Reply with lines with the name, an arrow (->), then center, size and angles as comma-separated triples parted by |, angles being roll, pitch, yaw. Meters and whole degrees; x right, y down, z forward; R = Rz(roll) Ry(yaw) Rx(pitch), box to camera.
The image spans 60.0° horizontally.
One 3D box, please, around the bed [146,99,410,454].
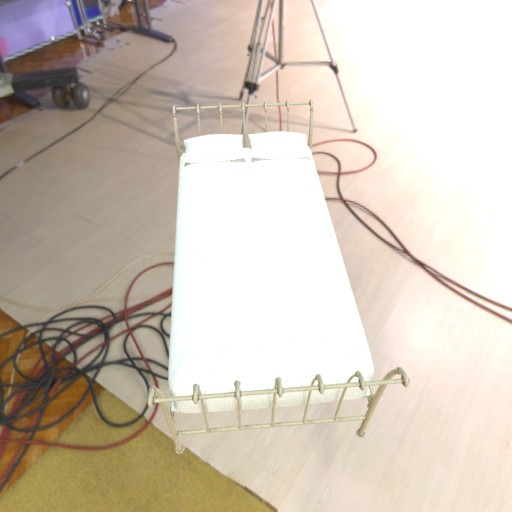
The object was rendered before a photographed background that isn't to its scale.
bed -> 0.000, 0.000, 2.739 | 1.032, 0.873, 2.228 | -4, 47, -3
